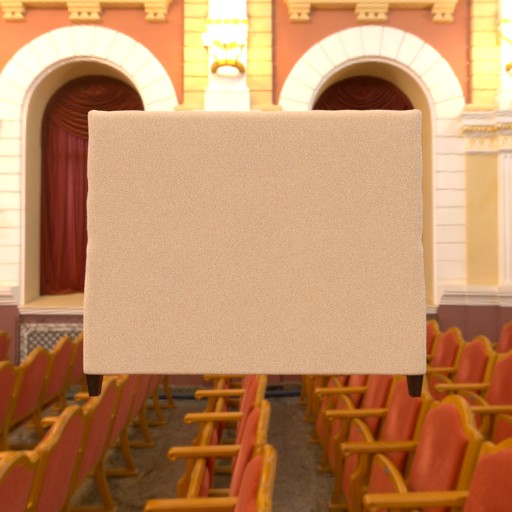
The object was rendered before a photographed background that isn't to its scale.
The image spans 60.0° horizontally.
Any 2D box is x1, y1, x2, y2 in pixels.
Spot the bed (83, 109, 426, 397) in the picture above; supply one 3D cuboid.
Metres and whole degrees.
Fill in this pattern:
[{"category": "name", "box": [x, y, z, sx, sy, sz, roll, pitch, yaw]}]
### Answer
[{"category": "bed", "box": [0.000, 0.000, 3.355, 1.698, 1.427, 2.387, 0, -1, 0]}]
